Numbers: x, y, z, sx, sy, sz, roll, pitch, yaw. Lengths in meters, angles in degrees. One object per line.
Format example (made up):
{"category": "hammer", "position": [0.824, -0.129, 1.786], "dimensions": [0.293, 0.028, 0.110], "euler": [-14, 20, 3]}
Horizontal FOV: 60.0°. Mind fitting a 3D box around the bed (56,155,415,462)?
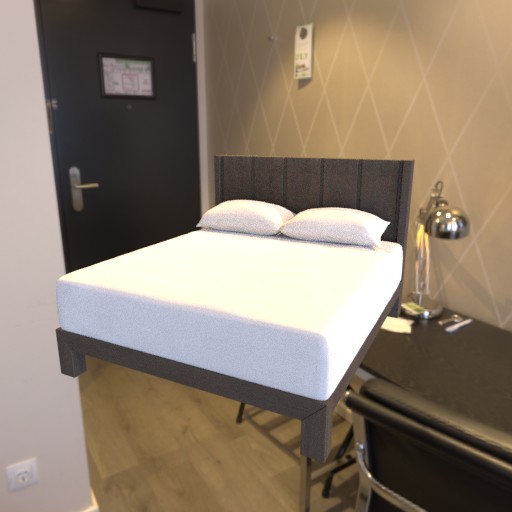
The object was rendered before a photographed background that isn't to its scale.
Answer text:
{"category": "bed", "position": [0.000, 0.000, 3.089], "dimensions": [1.735, 1.261, 1.992], "euler": [8, 17, 26]}
